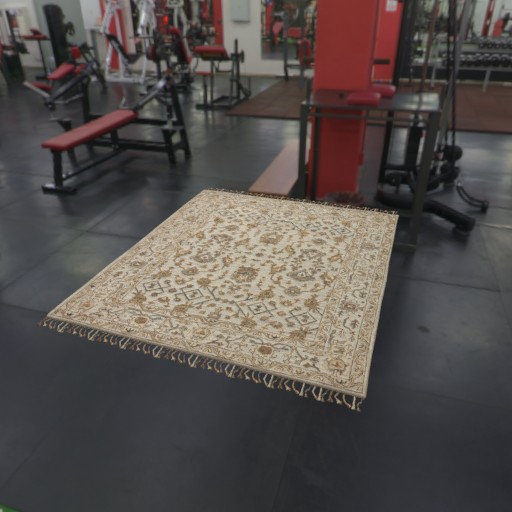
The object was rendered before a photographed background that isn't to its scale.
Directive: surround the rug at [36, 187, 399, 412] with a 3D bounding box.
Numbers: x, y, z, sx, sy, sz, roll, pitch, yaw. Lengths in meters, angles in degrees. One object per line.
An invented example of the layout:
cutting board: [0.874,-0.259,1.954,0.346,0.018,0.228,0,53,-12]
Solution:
rug: [0.000,0.000,4.196,2.426,0.034,3.061,10,31,17]
